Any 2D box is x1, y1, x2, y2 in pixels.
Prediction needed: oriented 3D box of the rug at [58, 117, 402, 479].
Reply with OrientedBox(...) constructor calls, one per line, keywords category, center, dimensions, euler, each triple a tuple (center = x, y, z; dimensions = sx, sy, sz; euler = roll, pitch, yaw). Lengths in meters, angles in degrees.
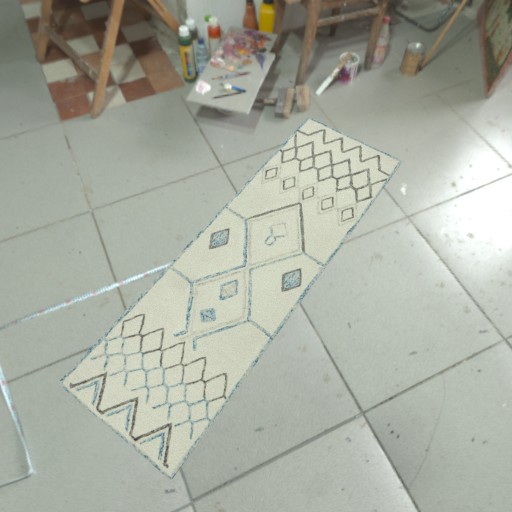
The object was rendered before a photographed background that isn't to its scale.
OrientedBox(category="rug", center=(0.000, 0.000, 2.678), dimensions=(0.770, 0.013, 2.434), euler=(31, 64, 18))
